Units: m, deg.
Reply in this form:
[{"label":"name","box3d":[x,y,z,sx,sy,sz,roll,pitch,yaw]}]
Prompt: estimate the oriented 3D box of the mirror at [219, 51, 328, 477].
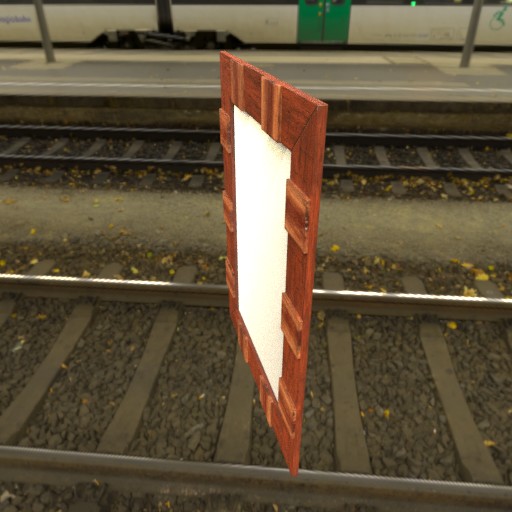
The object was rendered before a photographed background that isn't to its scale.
[{"label":"mirror","box3d":[0.000,0.000,1.030,0.021,0.805,0.600,-9,32,-14]}]
